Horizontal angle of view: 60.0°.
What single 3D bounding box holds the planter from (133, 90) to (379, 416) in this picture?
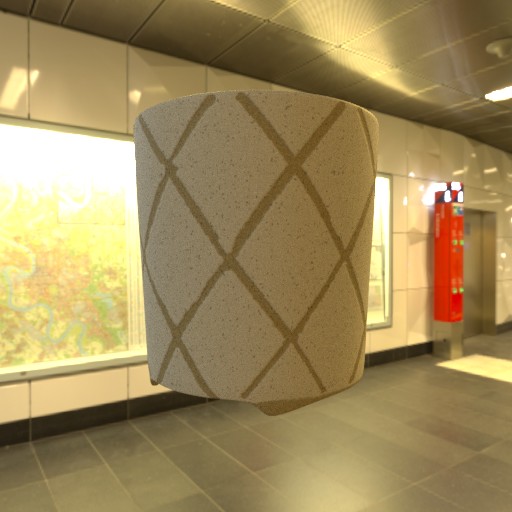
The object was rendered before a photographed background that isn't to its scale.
[{"bbox_3d":[0.000,0.000,0.358,0.191,0.199,0.191,0,0,0],"label":"planter"}]
